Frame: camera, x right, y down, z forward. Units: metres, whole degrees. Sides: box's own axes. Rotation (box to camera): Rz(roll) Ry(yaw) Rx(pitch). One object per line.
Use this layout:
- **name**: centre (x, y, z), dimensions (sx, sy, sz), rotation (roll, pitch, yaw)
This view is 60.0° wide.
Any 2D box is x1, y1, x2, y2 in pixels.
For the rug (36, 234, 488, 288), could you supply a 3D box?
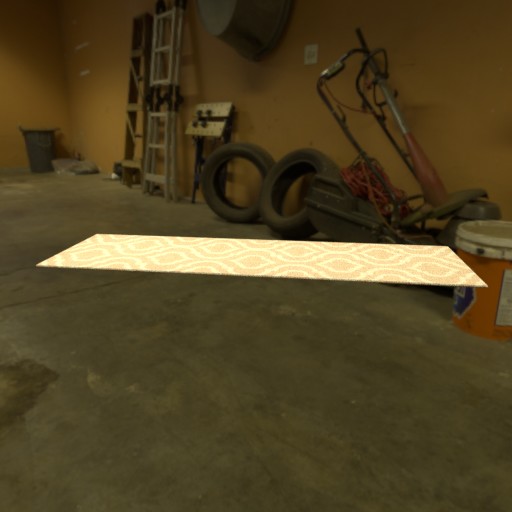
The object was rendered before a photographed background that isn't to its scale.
- **rug**: centre (0.000, 0.000, 2.550), dimensions (2.289, 0.013, 0.691), rotation (2, 17, 7)
